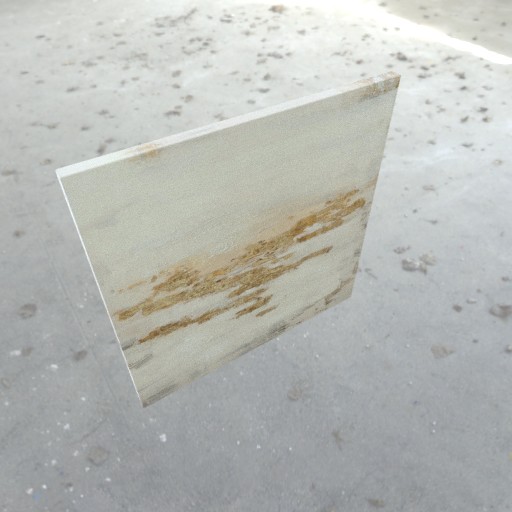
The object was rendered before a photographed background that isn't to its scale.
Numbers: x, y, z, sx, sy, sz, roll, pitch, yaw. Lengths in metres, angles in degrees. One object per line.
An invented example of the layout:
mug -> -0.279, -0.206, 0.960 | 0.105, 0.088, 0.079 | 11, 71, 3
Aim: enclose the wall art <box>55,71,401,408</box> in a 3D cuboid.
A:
wall art -> 0.000, 0.000, 1.503 | 1.015, 1.018, 0.040 | -24, 49, -23
